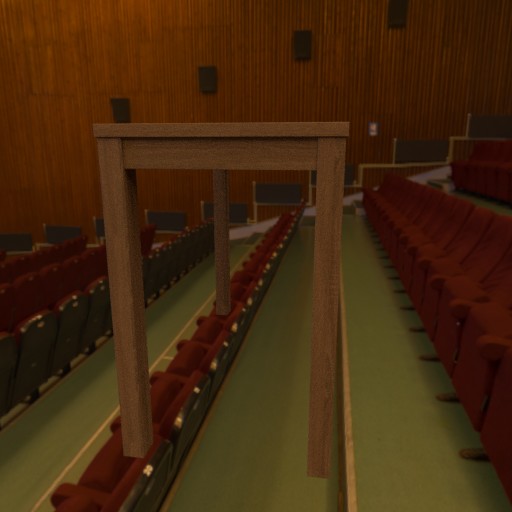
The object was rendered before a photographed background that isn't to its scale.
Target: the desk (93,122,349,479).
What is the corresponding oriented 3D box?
[{"bbox_3d":[0.000,0.000,1.402,0.495,0.762,0.991,2,14,9],"label":"desk"}]
